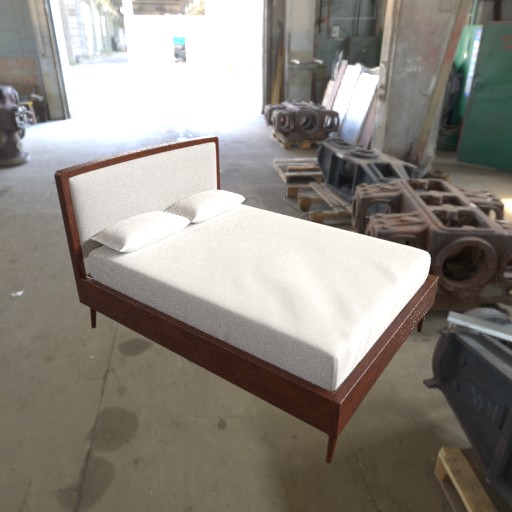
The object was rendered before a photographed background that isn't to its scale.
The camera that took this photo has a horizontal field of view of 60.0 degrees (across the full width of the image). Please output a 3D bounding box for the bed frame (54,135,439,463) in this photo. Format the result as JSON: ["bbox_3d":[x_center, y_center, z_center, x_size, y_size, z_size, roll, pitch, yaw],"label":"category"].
[{"bbox_3d":[0.000,0.000,3.194,2.171,1.279,1.587,18,31,32],"label":"bed frame"}]
